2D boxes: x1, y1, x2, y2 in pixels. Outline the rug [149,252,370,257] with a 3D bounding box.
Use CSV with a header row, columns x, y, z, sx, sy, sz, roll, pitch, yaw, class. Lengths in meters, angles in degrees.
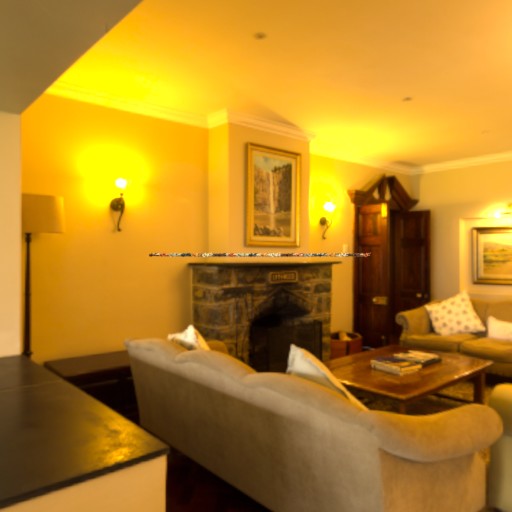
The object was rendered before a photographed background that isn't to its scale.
x,y,z,sx,sy,sz,roll,pitch,yaw,class
0.000,0.000,2.816,0.763,0.015,2.682,0,0,0,rug
